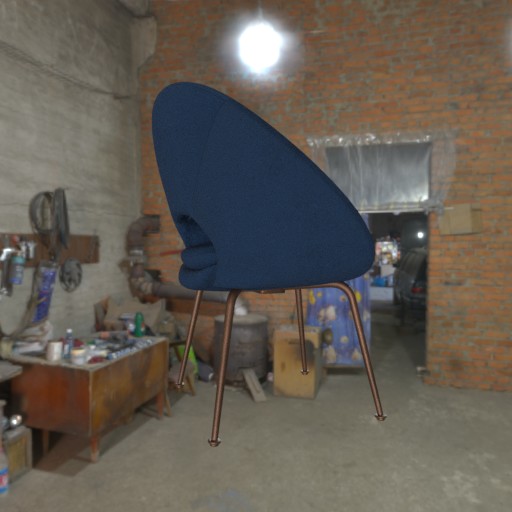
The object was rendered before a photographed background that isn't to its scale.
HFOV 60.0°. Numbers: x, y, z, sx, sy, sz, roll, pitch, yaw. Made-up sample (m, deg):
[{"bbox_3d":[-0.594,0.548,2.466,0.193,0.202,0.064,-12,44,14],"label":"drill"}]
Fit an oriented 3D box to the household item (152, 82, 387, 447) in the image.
[{"bbox_3d":[0.000,0.000,1.263,0.573,0.852,0.623,0,1,-20],"label":"household item"}]
